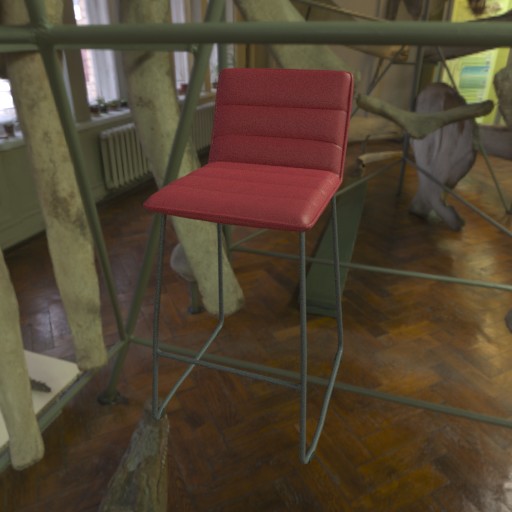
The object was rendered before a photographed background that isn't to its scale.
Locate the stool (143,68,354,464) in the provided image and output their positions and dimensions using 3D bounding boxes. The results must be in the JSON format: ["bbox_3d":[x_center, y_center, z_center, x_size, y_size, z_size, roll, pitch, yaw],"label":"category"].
[{"bbox_3d":[0.000,0.000,1.235,0.489,0.937,0.524,9,28,17],"label":"stool"}]
